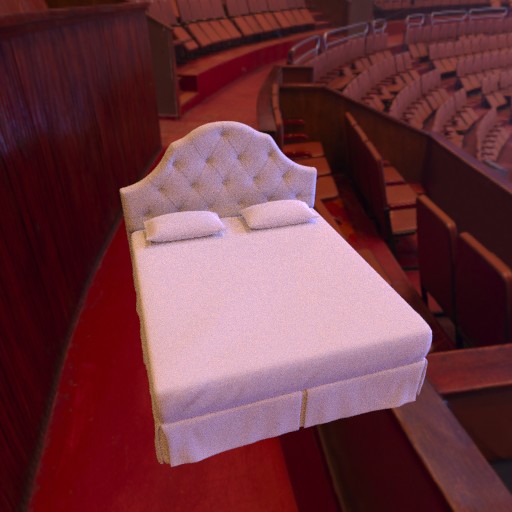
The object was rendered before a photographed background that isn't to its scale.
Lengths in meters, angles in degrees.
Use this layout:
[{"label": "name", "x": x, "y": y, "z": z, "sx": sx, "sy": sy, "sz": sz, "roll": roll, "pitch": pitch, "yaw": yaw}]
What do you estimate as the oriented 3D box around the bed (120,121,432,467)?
[{"label": "bed", "x": 0.000, "y": 0.000, "z": 3.574, "sx": 2.008, "sy": 1.615, "sz": 2.214, "roll": -9, "pitch": 32, "yaw": -15}]
